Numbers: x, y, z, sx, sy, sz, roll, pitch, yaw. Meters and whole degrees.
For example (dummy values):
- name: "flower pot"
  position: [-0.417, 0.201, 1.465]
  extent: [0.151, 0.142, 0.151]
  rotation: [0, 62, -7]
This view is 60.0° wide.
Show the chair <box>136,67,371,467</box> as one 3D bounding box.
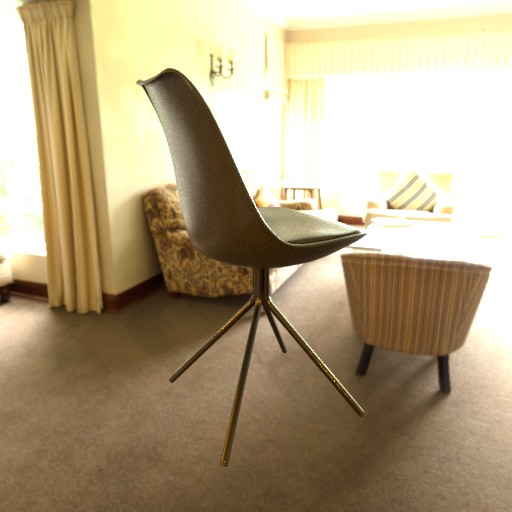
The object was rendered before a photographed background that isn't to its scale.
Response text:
- name: "chair"
  position: [0.000, 0.000, 1.146]
  extent: [0.525, 0.850, 0.461]
  rotation: [-8, 18, -26]
